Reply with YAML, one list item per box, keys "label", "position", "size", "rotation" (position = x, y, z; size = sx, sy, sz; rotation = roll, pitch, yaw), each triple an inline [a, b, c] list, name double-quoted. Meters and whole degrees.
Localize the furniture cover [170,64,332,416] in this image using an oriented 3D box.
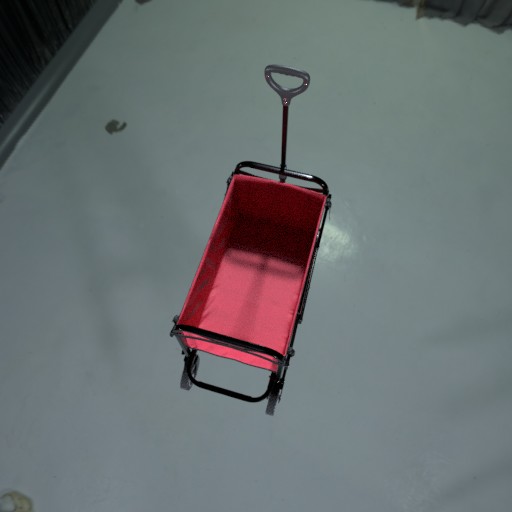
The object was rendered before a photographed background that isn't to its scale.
- label: "furniture cover"
  position: [0.000, 0.000, 1.849]
  size: [0.532, 1.295, 1.038]
  rotation: [14, 64, 7]
